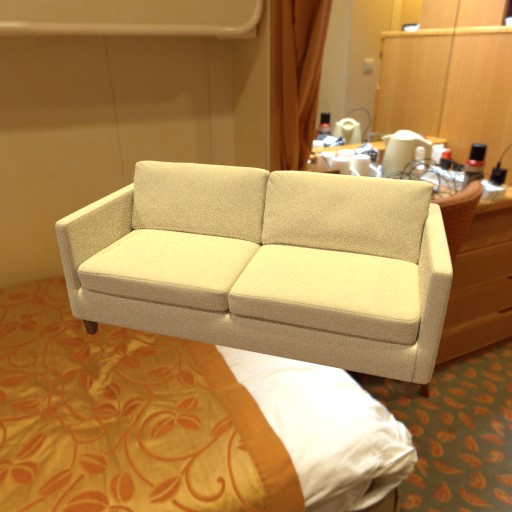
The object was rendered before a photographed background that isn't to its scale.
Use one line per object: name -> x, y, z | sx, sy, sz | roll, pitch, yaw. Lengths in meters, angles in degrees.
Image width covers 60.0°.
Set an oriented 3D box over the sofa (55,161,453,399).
sofa -> 0.000, 0.000, 2.560 | 1.981, 0.889, 0.965 | 7, 26, 15
